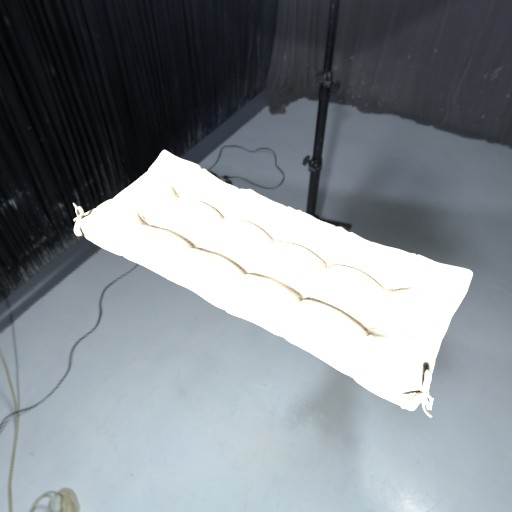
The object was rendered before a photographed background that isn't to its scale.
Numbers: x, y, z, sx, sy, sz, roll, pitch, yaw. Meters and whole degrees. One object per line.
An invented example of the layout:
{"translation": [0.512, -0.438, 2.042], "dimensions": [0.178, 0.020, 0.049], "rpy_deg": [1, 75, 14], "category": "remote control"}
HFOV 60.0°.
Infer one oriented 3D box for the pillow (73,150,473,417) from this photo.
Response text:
{"translation": [0.000, 0.000, 1.322], "dimensions": [1.194, 0.174, 0.511], "rpy_deg": [25, 52, 21], "category": "pillow"}
